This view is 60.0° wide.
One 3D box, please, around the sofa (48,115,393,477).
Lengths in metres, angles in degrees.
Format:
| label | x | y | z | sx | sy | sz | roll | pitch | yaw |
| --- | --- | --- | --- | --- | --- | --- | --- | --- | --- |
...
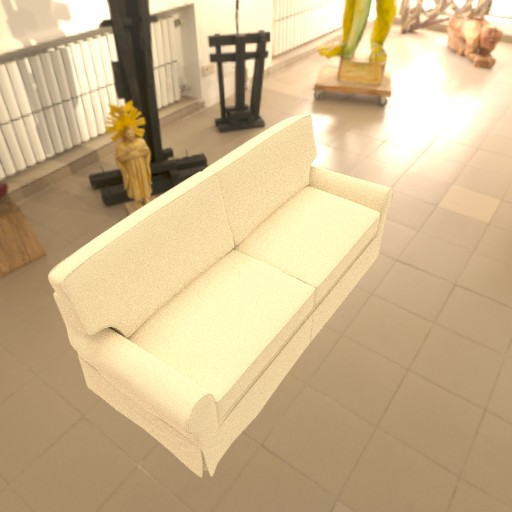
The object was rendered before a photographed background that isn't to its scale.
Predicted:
| label | x | y | z | sx | sy | sz | roll | pitch | yaw |
| --- | --- | --- | --- | --- | --- | --- | --- | --- | --- |
| sofa | 0.000 | 0.000 | 2.513 | 0.862 | 0.937 | 2.021 | 25 | 47 | 26 |
